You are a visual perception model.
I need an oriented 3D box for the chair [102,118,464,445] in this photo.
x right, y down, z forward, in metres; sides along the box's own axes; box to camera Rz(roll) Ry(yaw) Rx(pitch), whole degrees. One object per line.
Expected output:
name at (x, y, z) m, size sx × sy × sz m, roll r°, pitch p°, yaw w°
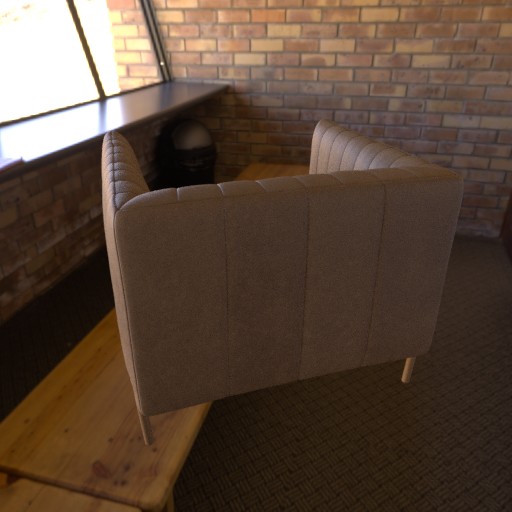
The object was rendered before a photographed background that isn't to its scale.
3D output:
chair at (0.000, 0.000, 1.573) m, size 0.981 × 0.779 × 0.876 m, roll -8°, pitch 28°, yaw -15°
